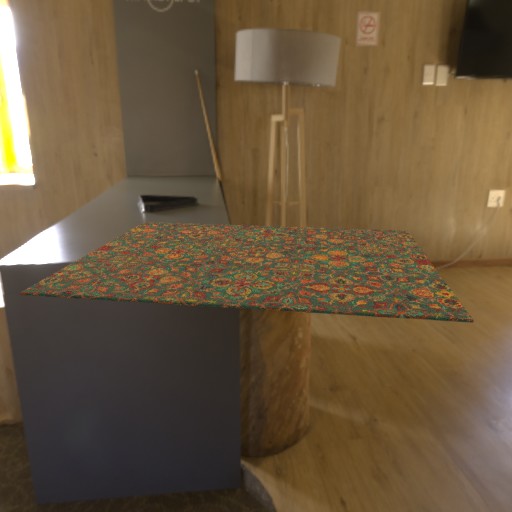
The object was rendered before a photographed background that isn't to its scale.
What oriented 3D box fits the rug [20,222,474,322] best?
[{"bbox_3d":[0.000,0.000,4.224,3.204,0.025,2.434,3,17,8],"label":"rug"}]
